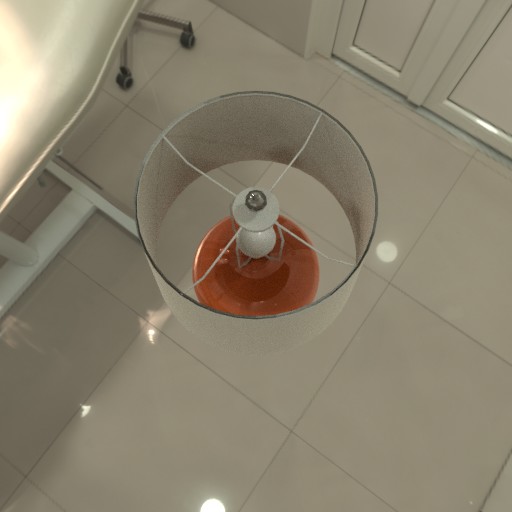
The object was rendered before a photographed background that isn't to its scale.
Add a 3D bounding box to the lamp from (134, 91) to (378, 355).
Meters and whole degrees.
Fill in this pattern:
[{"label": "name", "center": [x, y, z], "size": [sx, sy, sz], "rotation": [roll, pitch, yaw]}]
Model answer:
[{"label": "lamp", "center": [0.000, 0.000, 0.559], "size": [0.247, 0.387, 0.247], "rotation": [0, 75, 0]}]
